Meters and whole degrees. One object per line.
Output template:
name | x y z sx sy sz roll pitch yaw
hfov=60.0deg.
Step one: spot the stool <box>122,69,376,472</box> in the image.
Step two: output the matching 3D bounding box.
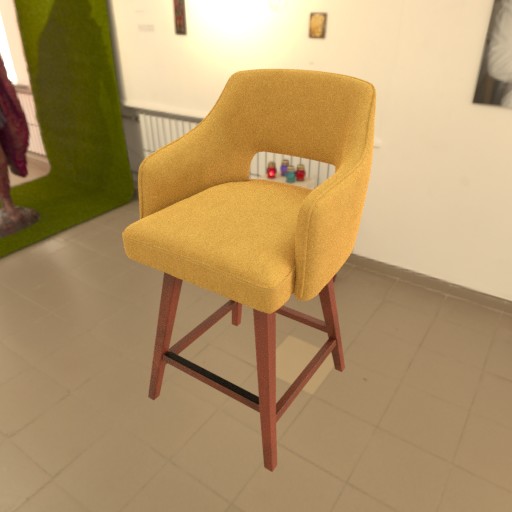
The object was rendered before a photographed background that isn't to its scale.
stool | 0.000 0.000 1.254 0.548 0.924 0.558 18 34 29
